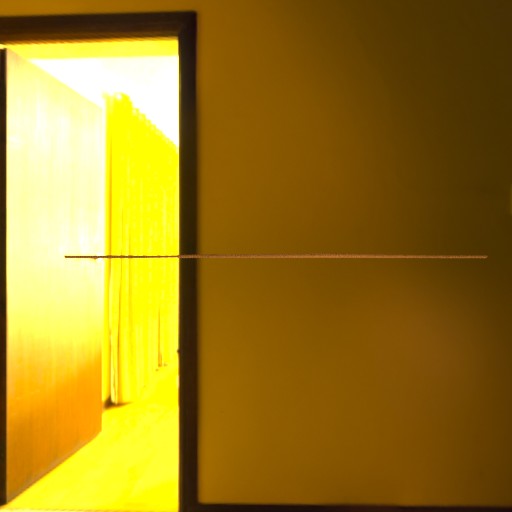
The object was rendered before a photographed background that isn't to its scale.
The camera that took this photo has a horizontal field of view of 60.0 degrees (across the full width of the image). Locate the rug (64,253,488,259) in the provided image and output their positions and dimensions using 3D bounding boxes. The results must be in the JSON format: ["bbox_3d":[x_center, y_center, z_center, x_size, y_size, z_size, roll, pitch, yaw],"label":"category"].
[{"bbox_3d":[0.000,0.000,4.284,3.202,0.045,2.434,0,0,-18],"label":"rug"}]
